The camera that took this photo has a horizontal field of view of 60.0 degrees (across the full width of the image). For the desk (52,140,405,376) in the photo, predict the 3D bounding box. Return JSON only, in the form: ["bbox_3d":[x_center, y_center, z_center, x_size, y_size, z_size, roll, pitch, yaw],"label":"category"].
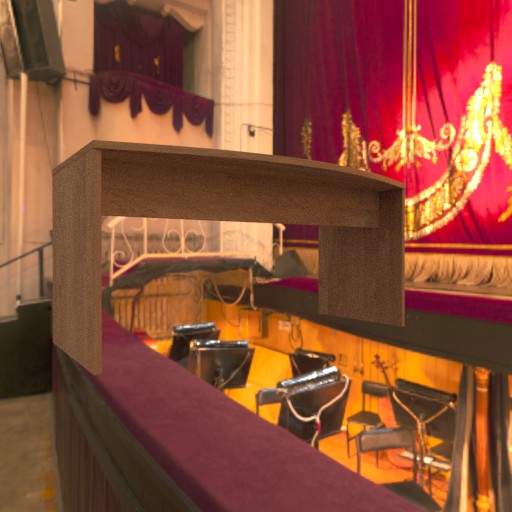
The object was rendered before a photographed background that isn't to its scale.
[{"bbox_3d":[0.000,0.000,2.065,1.600,0.752,0.802,0,1,-35],"label":"desk"}]
